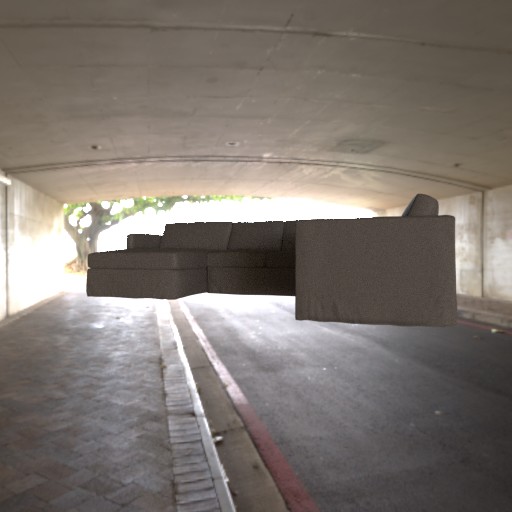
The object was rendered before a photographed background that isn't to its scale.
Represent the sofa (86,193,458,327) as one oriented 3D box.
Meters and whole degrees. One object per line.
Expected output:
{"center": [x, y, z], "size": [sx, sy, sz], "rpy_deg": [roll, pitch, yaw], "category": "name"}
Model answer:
{"center": [0.000, 0.000, 4.442], "size": [3.528, 0.878, 2.476], "rpy_deg": [0, 1, 19], "category": "sofa"}
